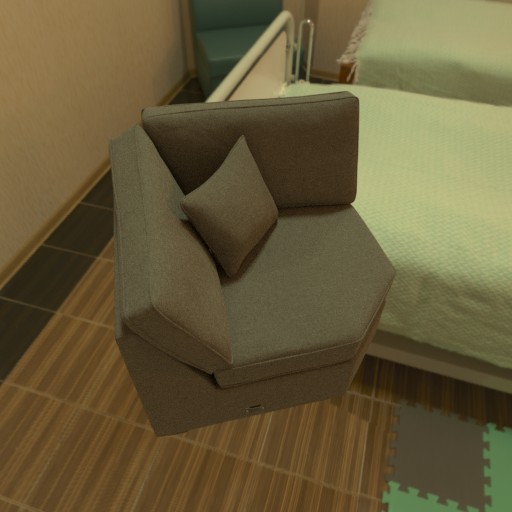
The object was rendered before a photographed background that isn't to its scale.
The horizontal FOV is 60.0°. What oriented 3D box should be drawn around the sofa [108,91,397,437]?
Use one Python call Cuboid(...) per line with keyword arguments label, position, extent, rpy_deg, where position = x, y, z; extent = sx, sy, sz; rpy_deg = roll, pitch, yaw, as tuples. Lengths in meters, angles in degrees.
Cuboid(label="sofa", position=(0.000, 0.000, 1.834), extent=(1.042, 0.951, 1.050), rpy_deg=(-9, 47, -8))
